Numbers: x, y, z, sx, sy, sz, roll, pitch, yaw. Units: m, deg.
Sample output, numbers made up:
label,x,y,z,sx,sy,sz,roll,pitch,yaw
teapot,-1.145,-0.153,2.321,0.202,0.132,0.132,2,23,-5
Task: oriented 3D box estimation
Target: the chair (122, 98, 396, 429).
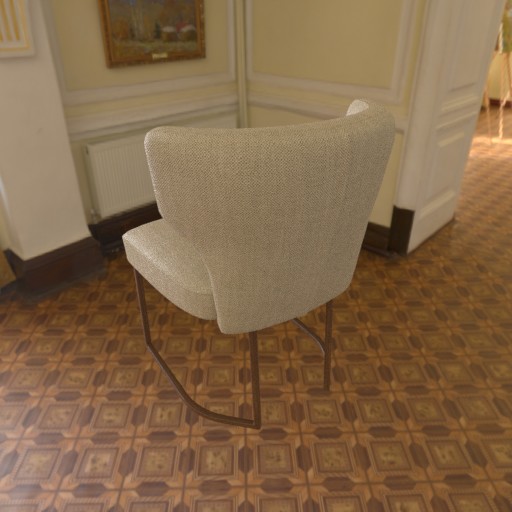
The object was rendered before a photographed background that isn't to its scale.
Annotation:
label,x,y,z,sx,sy,sz,roll,pitch,yaw
chair,0.000,0.000,1.226,0.611,0.824,0.617,-18,34,-29
